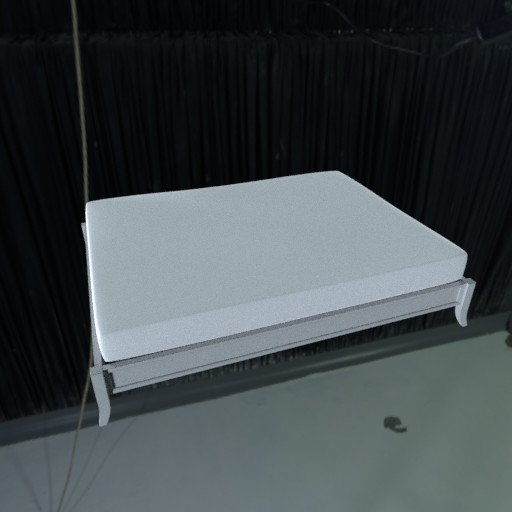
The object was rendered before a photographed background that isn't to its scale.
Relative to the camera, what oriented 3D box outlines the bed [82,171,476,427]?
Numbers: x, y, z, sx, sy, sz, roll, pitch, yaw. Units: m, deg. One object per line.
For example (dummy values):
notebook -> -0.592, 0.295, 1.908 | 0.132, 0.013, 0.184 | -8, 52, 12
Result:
bed -> 0.000, 0.000, 2.862 | 2.108, 0.510, 1.604 | -10, 32, -17
